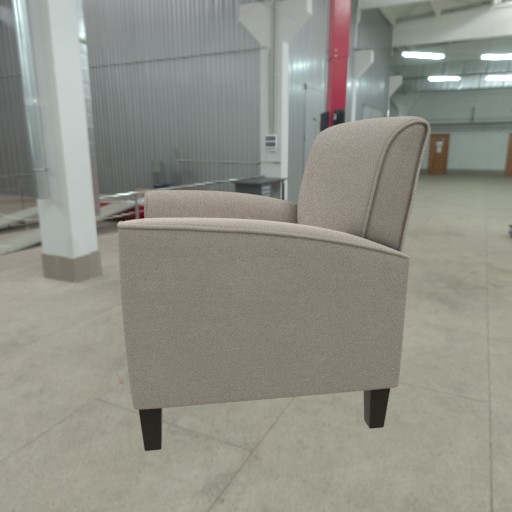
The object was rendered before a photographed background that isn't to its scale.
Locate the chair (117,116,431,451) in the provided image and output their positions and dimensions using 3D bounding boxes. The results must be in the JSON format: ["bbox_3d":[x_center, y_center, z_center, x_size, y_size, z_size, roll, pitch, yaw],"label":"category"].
[{"bbox_3d":[0.000,0.000,1.544,0.820,0.915,0.820,-2,14,-9],"label":"chair"}]
